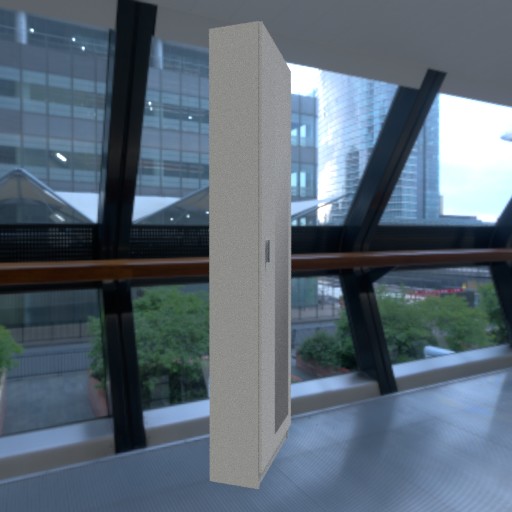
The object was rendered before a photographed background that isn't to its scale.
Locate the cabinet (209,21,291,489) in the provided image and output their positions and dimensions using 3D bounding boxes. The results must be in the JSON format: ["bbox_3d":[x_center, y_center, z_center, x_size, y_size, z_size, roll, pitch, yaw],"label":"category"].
[{"bbox_3d":[0.000,0.000,1.960,0.230,1.790,0.500,0,1,17],"label":"cabinet"}]
